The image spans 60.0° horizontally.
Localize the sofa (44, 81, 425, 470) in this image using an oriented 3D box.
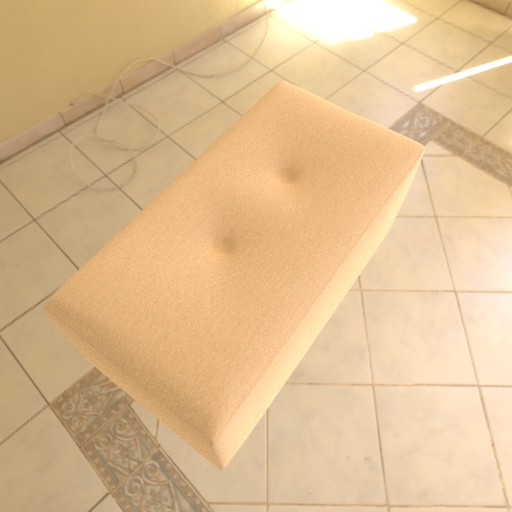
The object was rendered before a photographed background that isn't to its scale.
[{"bbox_3d":[0.000,0.000,1.200,0.480,0.470,0.930,32,64,18],"label":"sofa"}]
